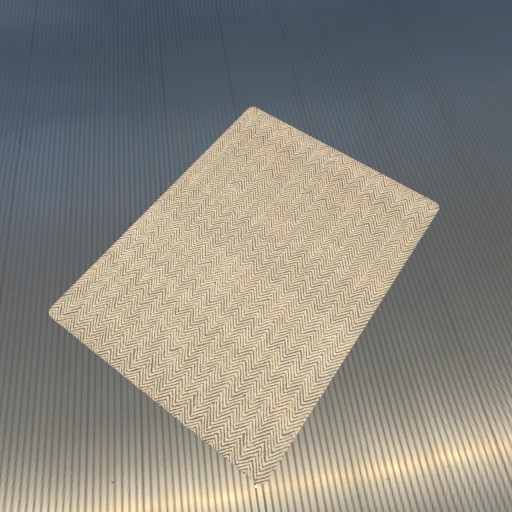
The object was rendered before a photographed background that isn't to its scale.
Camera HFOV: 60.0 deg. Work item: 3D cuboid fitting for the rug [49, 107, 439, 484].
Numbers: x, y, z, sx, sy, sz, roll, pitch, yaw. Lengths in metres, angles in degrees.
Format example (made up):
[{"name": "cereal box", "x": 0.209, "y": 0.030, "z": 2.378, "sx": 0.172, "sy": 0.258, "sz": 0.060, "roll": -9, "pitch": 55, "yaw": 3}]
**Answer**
[{"name": "rug", "x": 0.000, "y": 0.000, "z": 4.331, "sx": 2.439, "sy": 0.014, "sz": 3.207, "roll": 33, "pitch": 67, "yaw": 16}]
